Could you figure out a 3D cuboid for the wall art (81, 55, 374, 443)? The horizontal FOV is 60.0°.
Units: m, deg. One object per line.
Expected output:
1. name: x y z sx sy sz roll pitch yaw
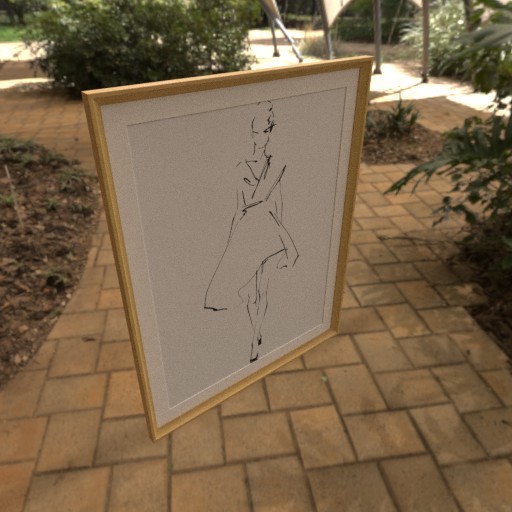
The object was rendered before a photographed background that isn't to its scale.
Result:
1. wall art: 0.000 0.000 1.282 0.798 1.002 0.030 -22 38 -31
